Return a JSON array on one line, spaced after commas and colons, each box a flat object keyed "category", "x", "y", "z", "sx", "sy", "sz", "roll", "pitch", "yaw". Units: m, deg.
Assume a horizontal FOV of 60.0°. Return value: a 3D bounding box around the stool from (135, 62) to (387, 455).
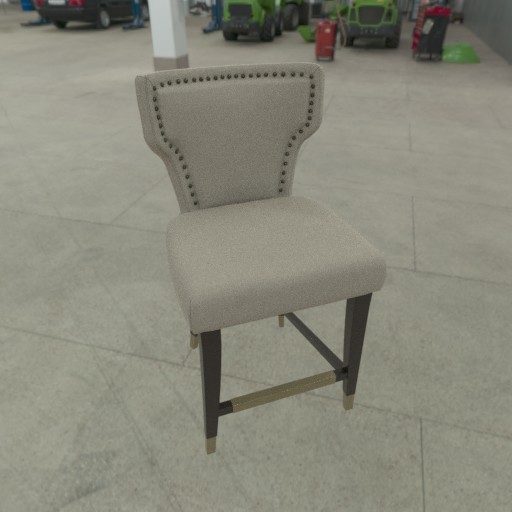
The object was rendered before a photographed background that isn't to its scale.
[{"category": "stool", "x": 0.000, "y": 0.000, "z": 1.304, "sx": 0.527, "sy": 0.982, "sz": 0.563, "roll": -11, "pitch": 34, "yaw": -16}]
